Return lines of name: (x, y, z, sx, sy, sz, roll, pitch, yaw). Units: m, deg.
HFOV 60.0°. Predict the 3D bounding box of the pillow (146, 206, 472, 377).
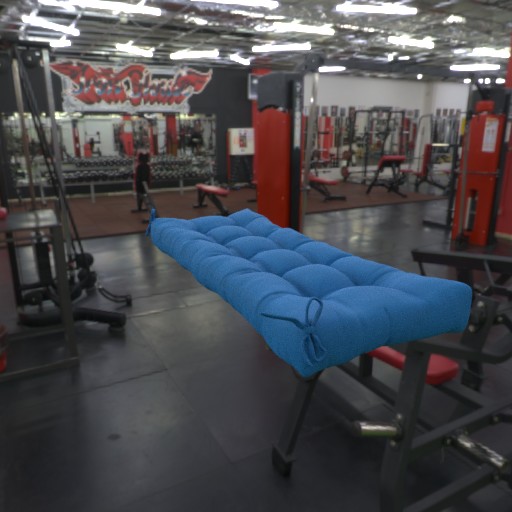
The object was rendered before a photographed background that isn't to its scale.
pillow: (0.000, 0.000, 1.344, 0.511, 0.174, 1.194, -8, 17, -26)
